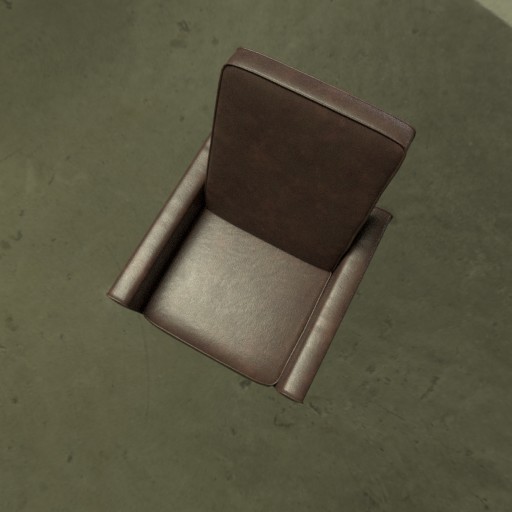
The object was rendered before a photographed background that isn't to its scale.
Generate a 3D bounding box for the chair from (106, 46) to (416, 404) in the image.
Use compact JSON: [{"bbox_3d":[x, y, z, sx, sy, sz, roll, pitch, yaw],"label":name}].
[{"bbox_3d":[0.000,0.000,1.503,0.705,1.013,0.746,28,78,6],"label":"chair"}]
